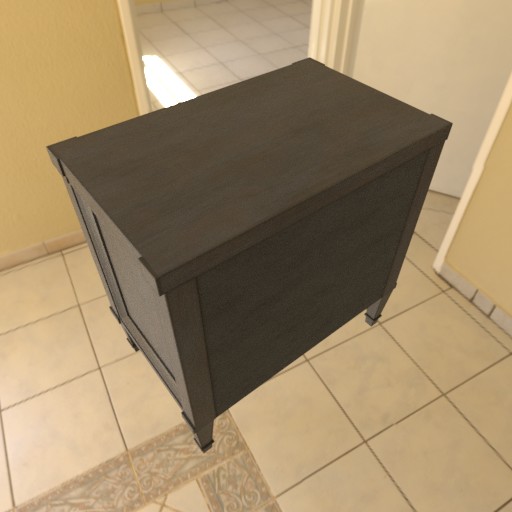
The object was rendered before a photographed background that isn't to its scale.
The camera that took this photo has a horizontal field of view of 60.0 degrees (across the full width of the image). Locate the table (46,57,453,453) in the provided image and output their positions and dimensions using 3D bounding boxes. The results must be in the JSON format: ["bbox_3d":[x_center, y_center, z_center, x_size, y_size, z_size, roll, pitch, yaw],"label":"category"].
[{"bbox_3d":[0.000,0.000,1.076,0.660,0.660,0.413,-29,52,-26],"label":"table"}]
